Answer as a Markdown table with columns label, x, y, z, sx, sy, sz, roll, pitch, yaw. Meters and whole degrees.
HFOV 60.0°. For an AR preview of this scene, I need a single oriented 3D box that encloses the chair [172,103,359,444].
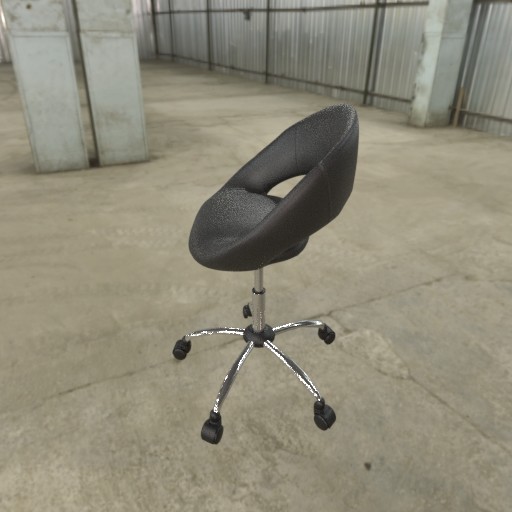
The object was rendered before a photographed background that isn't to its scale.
| label | x | y | z | sx | sy | sz | roll | pitch | yaw |
| --- | --- | --- | --- | --- | --- | --- | --- | --- | --- |
| chair | 0.000 | 0.000 | 1.215 | 0.538 | 0.791 | 0.612 | 0 | 27 | 0 |
